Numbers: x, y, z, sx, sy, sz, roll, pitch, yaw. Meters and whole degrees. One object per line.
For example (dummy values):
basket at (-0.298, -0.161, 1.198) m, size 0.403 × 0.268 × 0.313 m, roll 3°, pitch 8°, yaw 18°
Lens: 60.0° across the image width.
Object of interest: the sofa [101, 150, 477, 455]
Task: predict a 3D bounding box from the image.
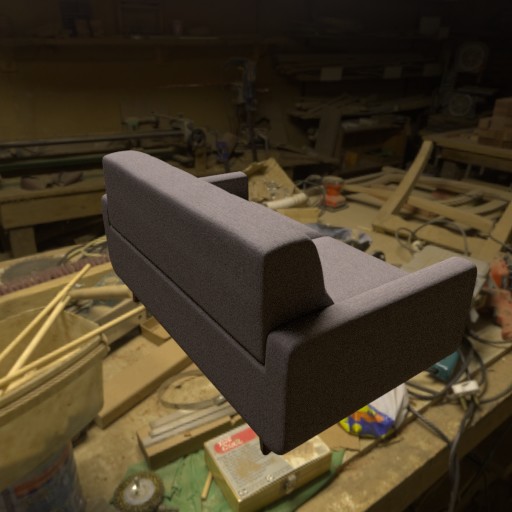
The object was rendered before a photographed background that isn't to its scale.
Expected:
sofa at (0.000, 0.000, 2.057) m, size 0.909 × 0.841 × 1.631 m, roll -17°, pitch 30°, yaw -31°
